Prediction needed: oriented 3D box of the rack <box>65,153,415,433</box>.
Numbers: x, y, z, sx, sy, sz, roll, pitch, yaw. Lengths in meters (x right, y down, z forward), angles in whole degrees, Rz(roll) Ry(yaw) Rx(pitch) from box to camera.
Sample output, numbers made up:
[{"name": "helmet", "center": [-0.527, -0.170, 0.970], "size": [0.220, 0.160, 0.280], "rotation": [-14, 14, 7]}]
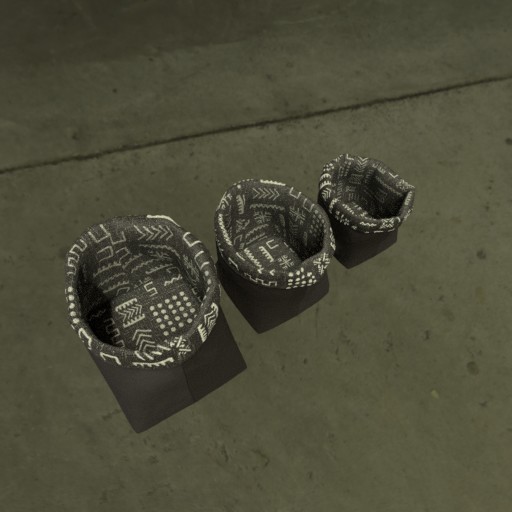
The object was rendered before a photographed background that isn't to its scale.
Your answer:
[{"name": "rack", "center": [0.000, 0.000, 1.104], "size": [0.905, 0.323, 0.379], "rotation": [-29, 62, -17]}]
